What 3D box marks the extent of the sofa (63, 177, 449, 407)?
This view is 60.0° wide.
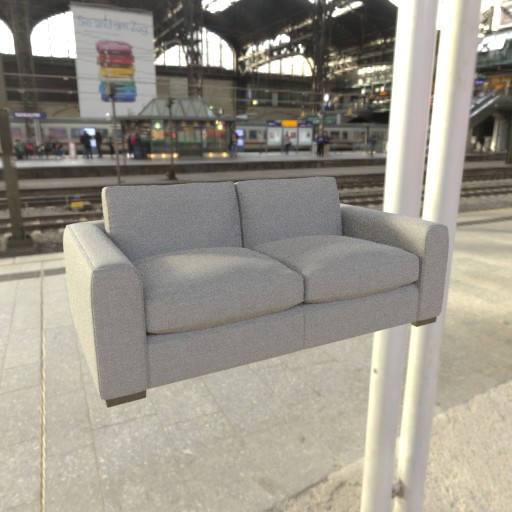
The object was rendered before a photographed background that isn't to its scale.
[{"bbox_3d":[0.000,0.000,2.495,1.920,0.800,1.069,-8,16,-27],"label":"sofa"}]
